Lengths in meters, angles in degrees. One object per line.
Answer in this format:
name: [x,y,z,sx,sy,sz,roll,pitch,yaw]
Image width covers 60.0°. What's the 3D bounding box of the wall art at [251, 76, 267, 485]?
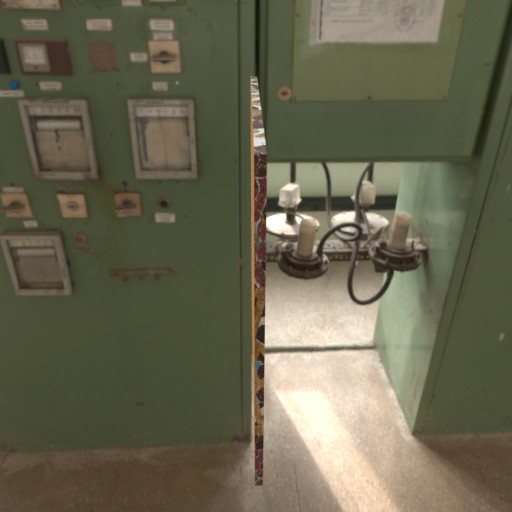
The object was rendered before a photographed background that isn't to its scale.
wall art: [0.000,0.000,0.608,0.010,0.406,0.404,0,30,-1]
